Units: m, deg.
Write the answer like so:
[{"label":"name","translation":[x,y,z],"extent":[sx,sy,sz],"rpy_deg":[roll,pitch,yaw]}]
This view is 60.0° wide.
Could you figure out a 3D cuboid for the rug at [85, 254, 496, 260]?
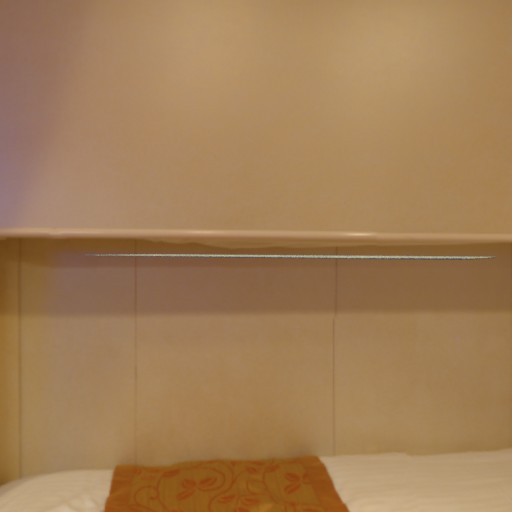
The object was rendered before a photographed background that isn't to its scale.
[{"label":"rug","translation":[0.000,0.000,2.623],"extent":[2.443,0.008,0.688],"rpy_deg":[1,1,36]}]
